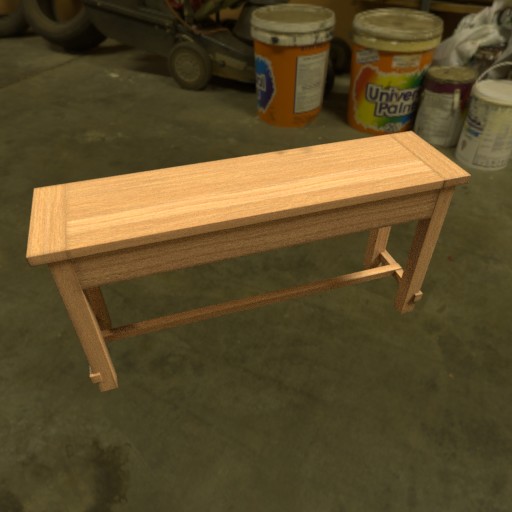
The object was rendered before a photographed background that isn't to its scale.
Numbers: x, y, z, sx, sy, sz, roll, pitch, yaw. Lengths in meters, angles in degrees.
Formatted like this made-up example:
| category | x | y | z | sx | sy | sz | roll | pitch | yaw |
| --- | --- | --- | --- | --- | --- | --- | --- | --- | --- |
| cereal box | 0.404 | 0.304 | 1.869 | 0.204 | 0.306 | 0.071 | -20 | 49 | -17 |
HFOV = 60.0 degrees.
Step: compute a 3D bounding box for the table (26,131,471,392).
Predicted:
| category | x | y | z | sx | sy | sz | roll | pitch | yaw |
| --- | --- | --- | --- | --- | --- | --- | --- | --- | --- |
| table | 0.000 | 0.000 | 1.924 | 1.599 | 0.762 | 0.442 | -12 | 42 | -13 |
